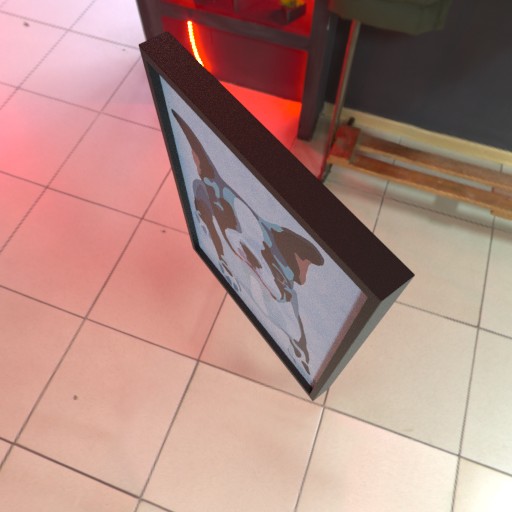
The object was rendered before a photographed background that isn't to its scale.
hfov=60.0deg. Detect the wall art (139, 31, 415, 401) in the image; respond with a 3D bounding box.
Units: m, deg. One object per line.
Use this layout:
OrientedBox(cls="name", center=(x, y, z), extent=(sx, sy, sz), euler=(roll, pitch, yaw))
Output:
OrientedBox(cls="wall art", center=(0.000, 0.000, 0.493), extent=(0.030, 0.369, 0.294), euler=(-34, 68, -16))
